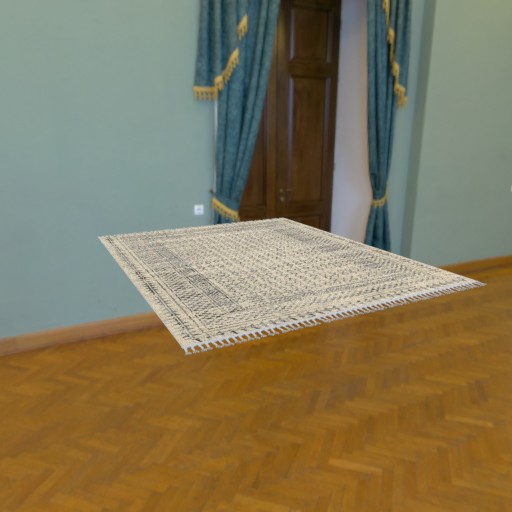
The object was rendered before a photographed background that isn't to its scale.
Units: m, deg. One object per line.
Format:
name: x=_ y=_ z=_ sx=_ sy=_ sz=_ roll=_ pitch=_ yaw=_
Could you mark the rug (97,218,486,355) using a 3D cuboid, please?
rug: x=0.000 y=0.000 z=3.976 sx=2.312 sy=0.013 sz=2.940 roll=-8 pitch=18 yaw=-26
